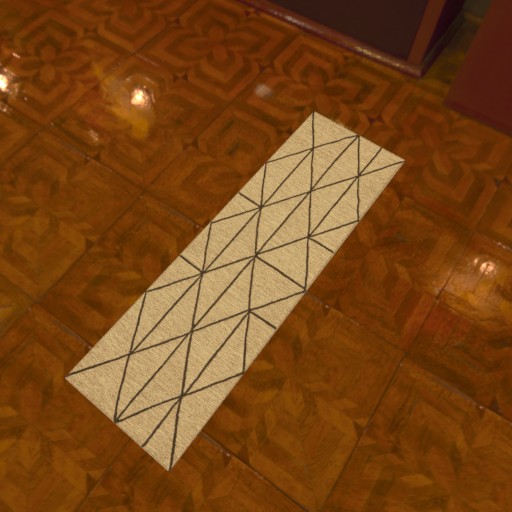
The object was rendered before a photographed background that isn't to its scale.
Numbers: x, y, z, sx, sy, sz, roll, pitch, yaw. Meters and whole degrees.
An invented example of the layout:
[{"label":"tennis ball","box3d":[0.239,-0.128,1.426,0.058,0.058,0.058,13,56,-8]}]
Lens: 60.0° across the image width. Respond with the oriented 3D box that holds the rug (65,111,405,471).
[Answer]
[{"label":"rug","box3d":[0.000,0.000,2.744,0.762,0.012,2.438,34,68,16]}]
